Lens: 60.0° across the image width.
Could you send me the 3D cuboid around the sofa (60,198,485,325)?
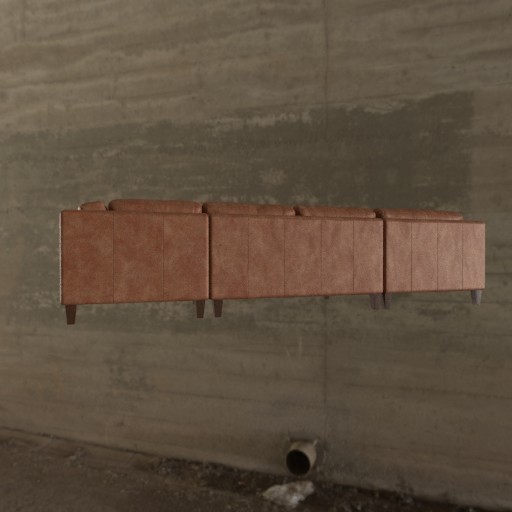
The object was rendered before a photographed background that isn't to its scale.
[{"bbox_3d":[0.000,0.000,4.446,3.401,0.832,2.430,0,1,-19],"label":"sofa"}]
